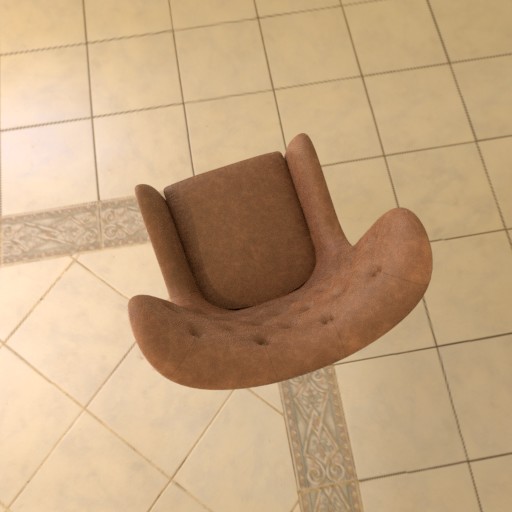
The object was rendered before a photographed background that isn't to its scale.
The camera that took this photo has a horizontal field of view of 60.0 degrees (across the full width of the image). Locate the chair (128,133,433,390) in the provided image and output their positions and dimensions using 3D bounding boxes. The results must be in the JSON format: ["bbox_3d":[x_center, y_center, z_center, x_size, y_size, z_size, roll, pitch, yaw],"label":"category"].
[{"bbox_3d":[0.000,0.000,1.724,0.831,1.079,0.930,-19,76,-5],"label":"chair"}]
